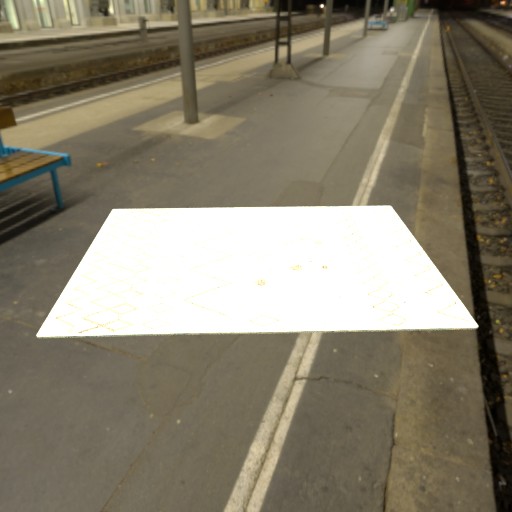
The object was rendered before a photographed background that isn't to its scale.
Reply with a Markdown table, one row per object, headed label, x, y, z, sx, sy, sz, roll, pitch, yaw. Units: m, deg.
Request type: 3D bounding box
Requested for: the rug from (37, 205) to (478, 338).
| label | x | y | z | sx | sy | sz | roll | pitch | yaw |
| --- | --- | --- | --- | --- | --- | --- | --- | --- | --- |
| rug | 0.000 | 0.000 | 2.359 | 1.820 | 0.009 | 1.260 | -1 | 30 | -2 |
